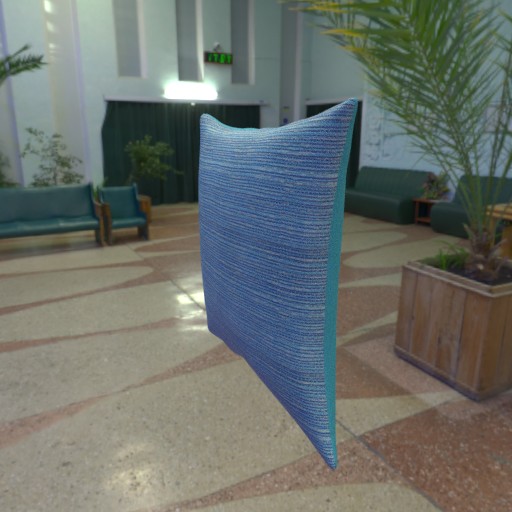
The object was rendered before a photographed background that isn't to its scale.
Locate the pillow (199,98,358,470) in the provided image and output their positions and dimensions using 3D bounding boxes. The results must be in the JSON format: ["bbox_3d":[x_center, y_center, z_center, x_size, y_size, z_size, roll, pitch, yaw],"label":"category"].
[{"bbox_3d":[0.000,0.000,0.778,0.150,0.497,0.514,-7,16,-25],"label":"pillow"}]
